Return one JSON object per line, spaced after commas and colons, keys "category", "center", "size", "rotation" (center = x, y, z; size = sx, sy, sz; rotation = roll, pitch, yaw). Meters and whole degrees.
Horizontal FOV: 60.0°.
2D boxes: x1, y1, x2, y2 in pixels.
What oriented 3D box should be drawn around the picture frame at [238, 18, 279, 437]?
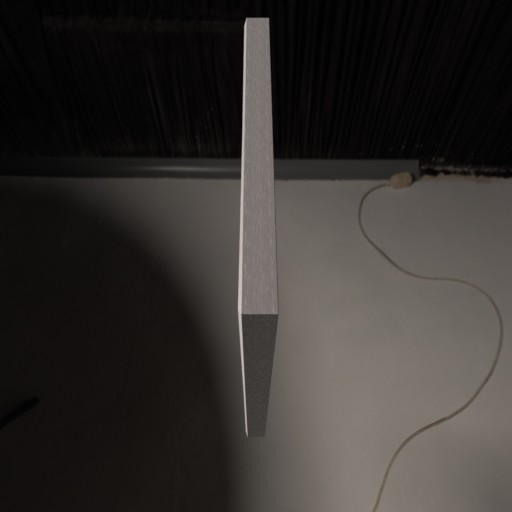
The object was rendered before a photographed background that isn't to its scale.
{"category": "picture frame", "center": [0.000, 0.000, 0.517], "size": [0.027, 0.378, 0.327], "rotation": [0, 57, 0]}
